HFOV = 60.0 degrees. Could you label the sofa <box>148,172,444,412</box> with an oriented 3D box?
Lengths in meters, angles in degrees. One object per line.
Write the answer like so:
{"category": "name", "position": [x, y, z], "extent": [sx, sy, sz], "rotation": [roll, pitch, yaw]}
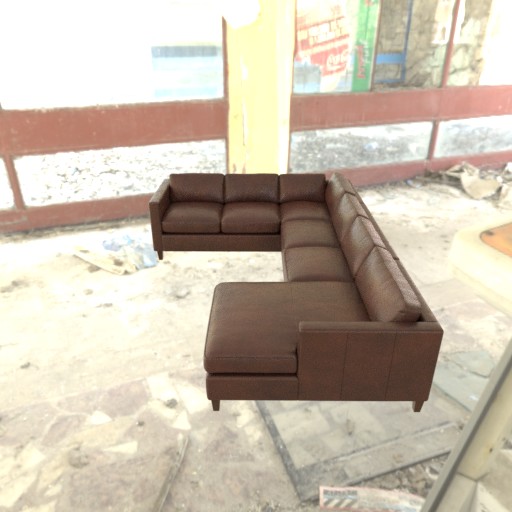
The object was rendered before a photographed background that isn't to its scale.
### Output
{"category": "sofa", "position": [0.000, 0.000, 4.458], "extent": [2.452, 0.891, 3.324], "rotation": [0, 27, 0]}
